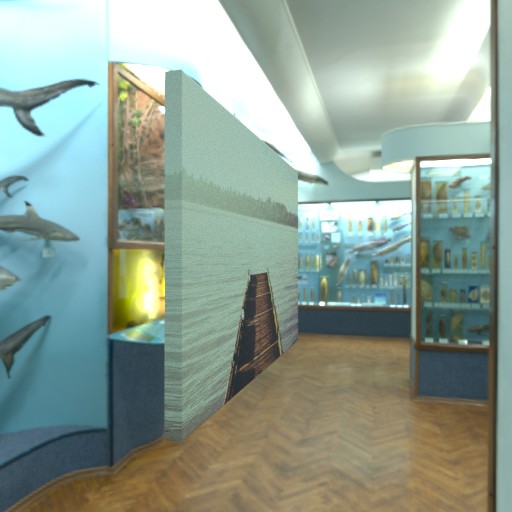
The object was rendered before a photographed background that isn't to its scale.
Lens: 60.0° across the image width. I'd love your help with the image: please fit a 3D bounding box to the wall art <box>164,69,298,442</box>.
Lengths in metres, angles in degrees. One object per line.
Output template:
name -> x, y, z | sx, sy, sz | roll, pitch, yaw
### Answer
wall art -> 0.000, 0.000, 1.460 | 0.040, 0.765, 1.149 | 0, 0, 17
